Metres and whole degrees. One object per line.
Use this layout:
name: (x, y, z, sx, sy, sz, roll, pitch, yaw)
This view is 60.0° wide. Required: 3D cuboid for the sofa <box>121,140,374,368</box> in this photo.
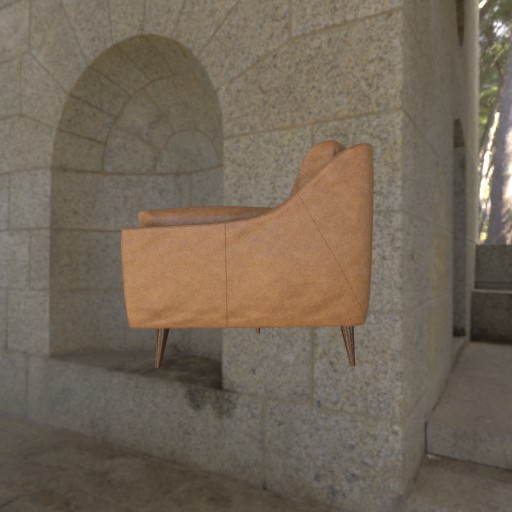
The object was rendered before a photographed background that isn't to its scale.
sofa: (0.000, 0.000, 2.405, 0.904, 0.839, 1.902, 0, -1, 2)
